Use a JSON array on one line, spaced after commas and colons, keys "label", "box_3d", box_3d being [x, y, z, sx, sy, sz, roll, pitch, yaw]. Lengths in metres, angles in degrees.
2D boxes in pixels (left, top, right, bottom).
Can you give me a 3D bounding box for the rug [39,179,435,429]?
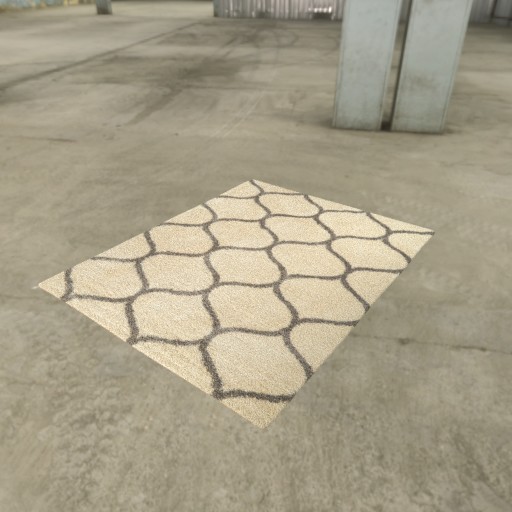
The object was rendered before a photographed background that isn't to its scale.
[{"label": "rug", "box_3d": [0.000, 0.000, 4.169, 2.399, 0.026, 3.000, 22, 37, 31]}]
